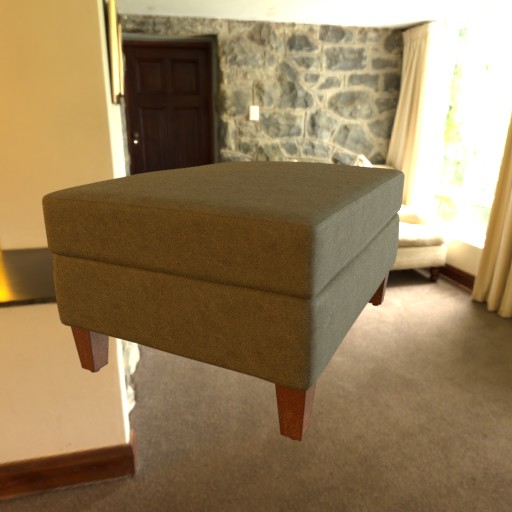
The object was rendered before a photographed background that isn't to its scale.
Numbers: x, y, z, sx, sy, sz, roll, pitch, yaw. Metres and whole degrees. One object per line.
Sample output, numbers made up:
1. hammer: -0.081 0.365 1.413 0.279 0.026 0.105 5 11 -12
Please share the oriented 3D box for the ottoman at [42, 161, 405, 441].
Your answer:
1. ottoman: 0.000 0.000 1.210 0.639 0.464 0.839 8 19 25
